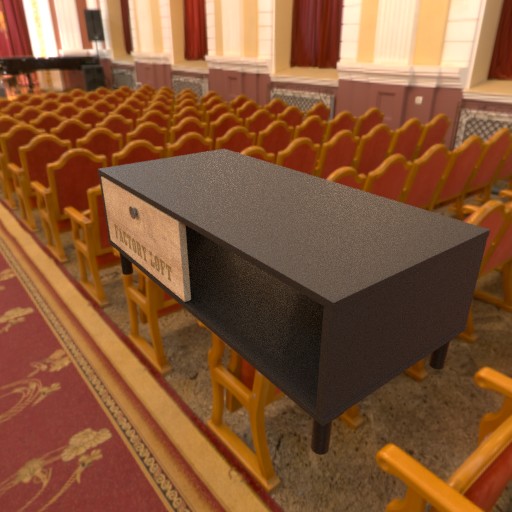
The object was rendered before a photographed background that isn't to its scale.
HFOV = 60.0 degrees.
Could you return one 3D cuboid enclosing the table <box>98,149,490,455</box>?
[{"bbox_3d":[0.000,0.000,1.363,0.550,0.400,1.100,-19,31,-33],"label":"table"}]
